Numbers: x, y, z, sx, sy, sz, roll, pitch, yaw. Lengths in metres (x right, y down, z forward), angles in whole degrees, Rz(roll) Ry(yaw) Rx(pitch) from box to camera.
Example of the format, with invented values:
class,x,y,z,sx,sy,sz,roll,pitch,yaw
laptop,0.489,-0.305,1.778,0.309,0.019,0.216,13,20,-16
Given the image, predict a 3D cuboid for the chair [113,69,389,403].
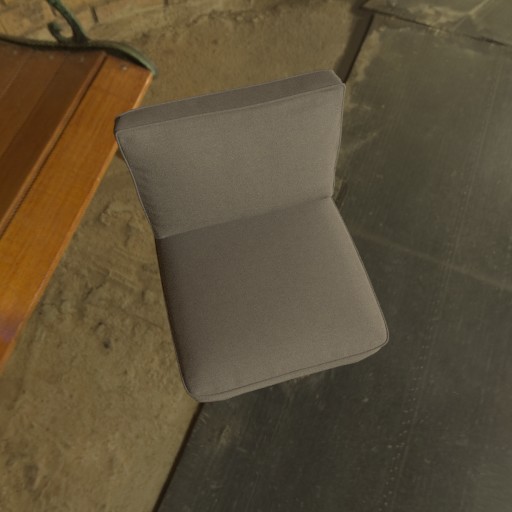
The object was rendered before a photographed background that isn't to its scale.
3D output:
class,x,y,z,sx,sy,sz,roll,pitch,yaw
chair,0.000,0.000,1.659,0.724,1.045,0.924,-14,65,-7
